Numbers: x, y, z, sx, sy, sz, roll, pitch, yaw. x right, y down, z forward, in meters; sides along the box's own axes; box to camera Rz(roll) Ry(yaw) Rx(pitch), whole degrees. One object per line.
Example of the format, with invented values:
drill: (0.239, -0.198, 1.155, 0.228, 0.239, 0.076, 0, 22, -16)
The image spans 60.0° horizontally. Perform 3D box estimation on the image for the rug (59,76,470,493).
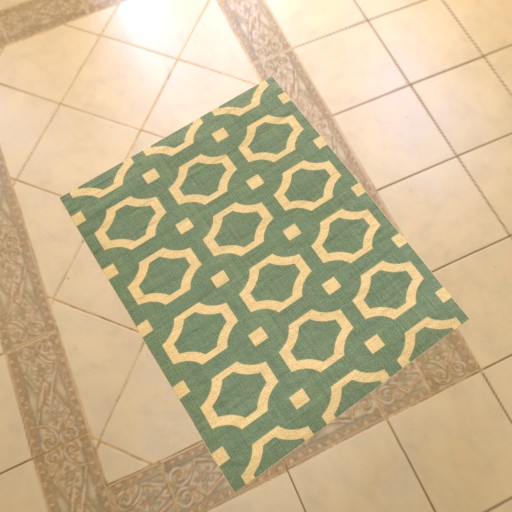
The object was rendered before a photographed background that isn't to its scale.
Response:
rug: (0.000, 0.000, 4.042, 2.466, 0.021, 3.049, -33, 76, -9)
